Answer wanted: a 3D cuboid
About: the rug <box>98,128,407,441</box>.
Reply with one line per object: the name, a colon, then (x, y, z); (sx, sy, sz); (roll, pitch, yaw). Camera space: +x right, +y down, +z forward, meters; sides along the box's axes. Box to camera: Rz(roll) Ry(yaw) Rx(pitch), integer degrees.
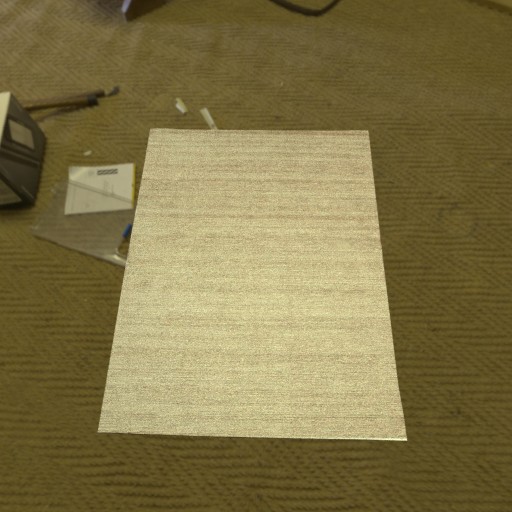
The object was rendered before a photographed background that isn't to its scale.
rug: (0.000, 0.000, 4.199); (2.434, 0.045, 3.202); (1, 63, 1)
